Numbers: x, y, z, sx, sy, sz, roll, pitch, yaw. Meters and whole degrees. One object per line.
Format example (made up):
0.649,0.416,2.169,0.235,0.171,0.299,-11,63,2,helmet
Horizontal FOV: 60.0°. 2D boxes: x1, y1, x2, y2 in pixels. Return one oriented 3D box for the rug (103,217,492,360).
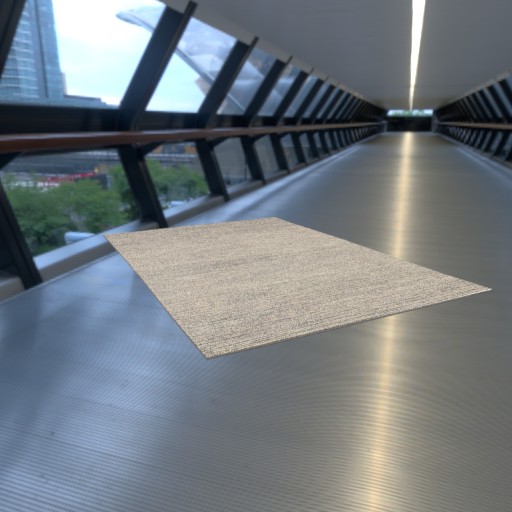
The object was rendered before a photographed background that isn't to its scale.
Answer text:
0.000,0.000,2.952,1.604,0.030,2.307,-8,17,-26,rug
